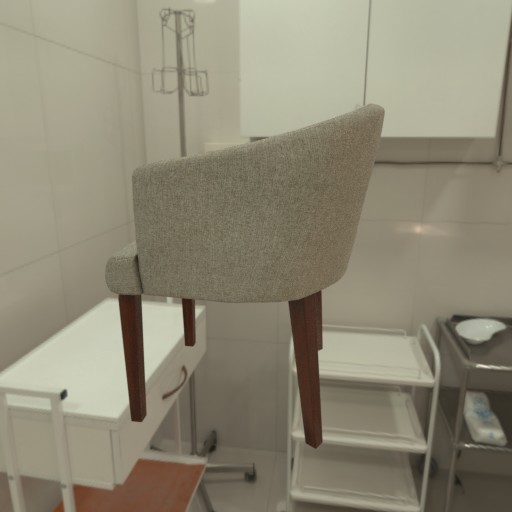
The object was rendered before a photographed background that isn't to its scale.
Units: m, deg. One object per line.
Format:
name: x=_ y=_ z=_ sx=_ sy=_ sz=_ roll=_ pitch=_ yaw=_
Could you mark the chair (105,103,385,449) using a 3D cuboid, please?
chair: x=0.000 y=0.000 z=1.262 sx=0.655 sy=0.811 sz=0.583 roll=2 pitch=15 yaw=9
